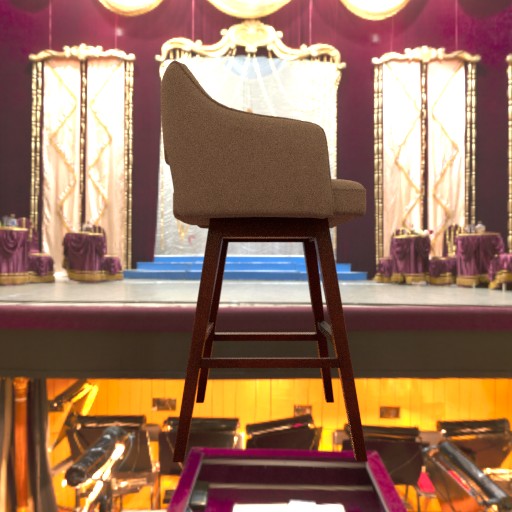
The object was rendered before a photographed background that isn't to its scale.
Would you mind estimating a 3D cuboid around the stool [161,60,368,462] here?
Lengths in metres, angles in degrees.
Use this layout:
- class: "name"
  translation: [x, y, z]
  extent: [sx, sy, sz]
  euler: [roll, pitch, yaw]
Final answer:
- class: "stool"
  translation: [0.000, 0.000, 1.323]
  extent: [0.558, 1.012, 0.548]
  euler: [0, 0, 0]
